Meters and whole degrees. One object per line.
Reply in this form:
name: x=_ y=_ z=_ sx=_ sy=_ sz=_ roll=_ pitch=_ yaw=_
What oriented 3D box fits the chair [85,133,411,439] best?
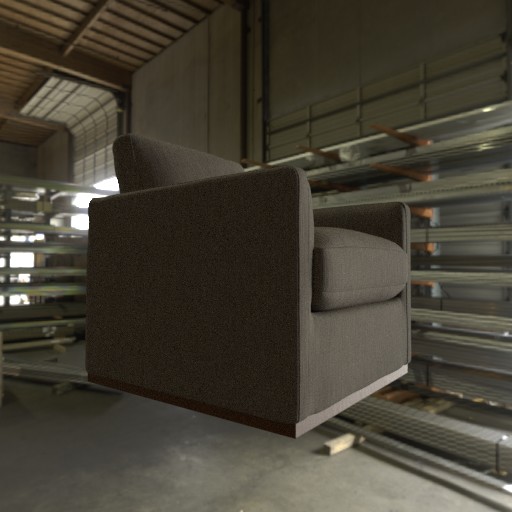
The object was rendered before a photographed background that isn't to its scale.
chair: x=0.000 y=0.000 z=1.479 sx=0.834 sy=0.811 sz=0.763 roll=-1 pitch=-1 yaw=37
